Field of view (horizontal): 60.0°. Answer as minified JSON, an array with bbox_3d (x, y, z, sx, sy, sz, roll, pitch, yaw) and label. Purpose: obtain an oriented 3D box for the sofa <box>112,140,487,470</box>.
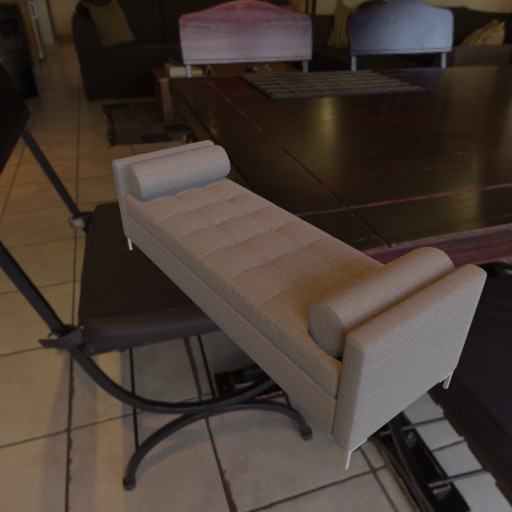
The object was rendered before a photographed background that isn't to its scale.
[{"bbox_3d":[0.000,0.000,2.299,0.686,0.635,1.981,-22,38,-31],"label":"sofa"}]
